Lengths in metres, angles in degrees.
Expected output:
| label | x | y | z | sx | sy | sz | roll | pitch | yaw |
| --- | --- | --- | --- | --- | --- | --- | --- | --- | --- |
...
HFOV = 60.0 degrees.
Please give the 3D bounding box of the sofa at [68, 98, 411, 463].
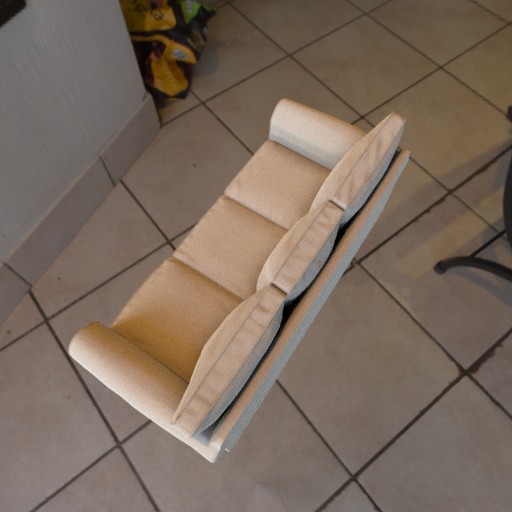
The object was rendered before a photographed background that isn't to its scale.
| label | x | y | z | sx | sy | sz | roll | pitch | yaw |
| --- | --- | --- | --- | --- | --- | --- | --- | --- | --- |
| sofa | 0.000 | 0.000 | 2.602 | 0.916 | 0.961 | 2.084 | 31 | 67 | 15 |
